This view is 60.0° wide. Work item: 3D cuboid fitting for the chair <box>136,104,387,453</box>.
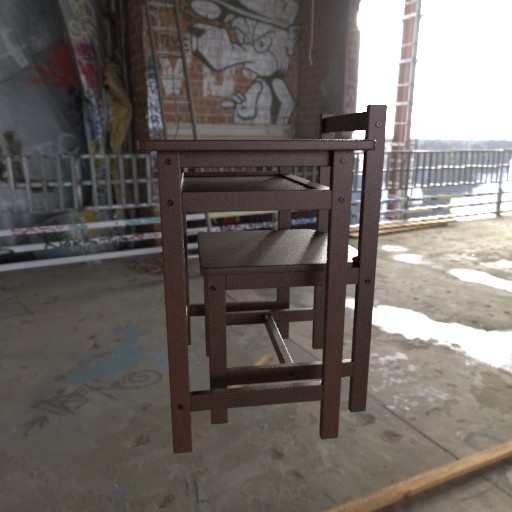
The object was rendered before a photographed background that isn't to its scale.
[{"bbox_3d":[0.000,0.000,1.064,0.463,0.673,0.599,-2,15,-8],"label":"chair"}]
